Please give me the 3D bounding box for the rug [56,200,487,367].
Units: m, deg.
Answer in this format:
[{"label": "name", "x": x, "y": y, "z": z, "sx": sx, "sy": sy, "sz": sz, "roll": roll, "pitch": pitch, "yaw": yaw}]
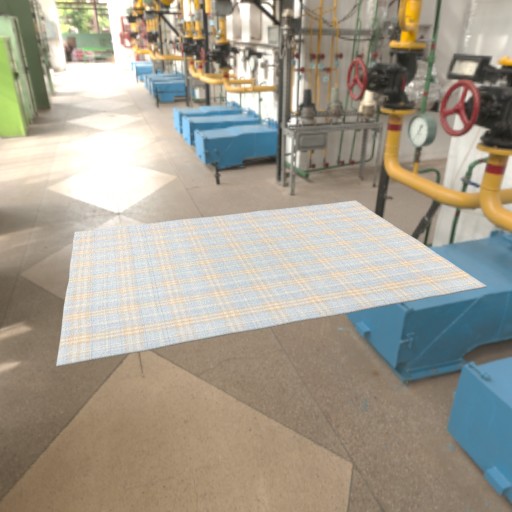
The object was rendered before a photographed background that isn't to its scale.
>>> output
[{"label": "rug", "x": 0.000, "y": 0.000, "z": 2.300, "sx": 1.835, "sy": 0.012, "sz": 1.231, "roll": -8, "pitch": 28, "yaw": -15}]
